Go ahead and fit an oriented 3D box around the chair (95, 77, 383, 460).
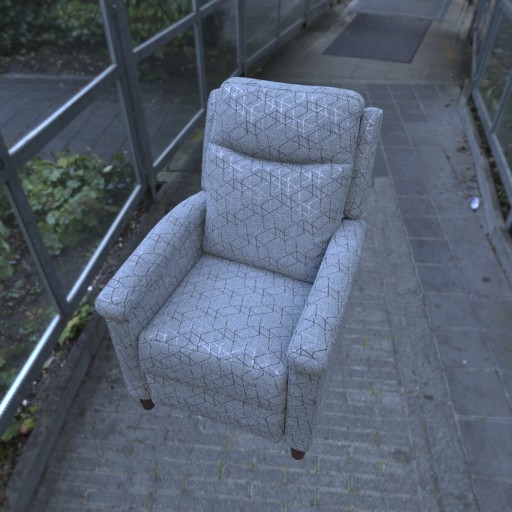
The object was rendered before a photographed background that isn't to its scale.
[{"bbox_3d":[0.000,0.000,1.665,0.753,1.048,0.987,12,41,14],"label":"chair"}]
